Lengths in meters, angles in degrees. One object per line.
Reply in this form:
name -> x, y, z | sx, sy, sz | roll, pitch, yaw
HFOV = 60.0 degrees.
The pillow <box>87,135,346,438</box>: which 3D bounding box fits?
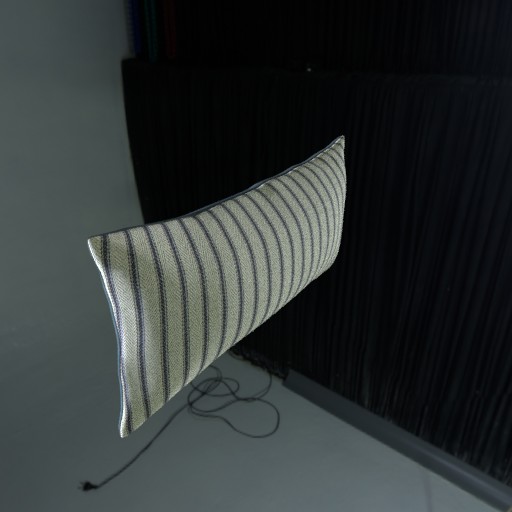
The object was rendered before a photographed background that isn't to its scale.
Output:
pillow -> 0.000, 0.000, 0.744 | 0.151, 0.305, 0.609 | 17, 31, 31
